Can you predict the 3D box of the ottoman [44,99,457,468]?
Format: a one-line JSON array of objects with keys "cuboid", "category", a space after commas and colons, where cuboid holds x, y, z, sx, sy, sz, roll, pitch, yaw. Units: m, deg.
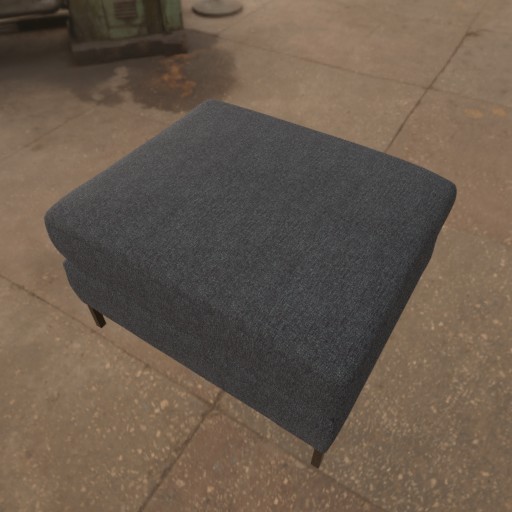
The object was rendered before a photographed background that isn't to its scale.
[{"cuboid": [0.000, 0.000, 1.256, 0.831, 0.533, 0.695, 25, 52, 22], "category": "ottoman"}]
